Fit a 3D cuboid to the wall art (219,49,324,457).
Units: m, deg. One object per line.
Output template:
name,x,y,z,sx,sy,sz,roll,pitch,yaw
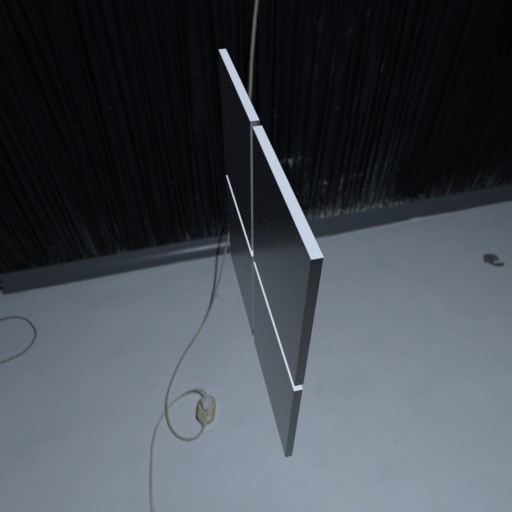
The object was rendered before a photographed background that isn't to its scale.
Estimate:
wall art,0.000,0.000,1.698,0.029,1.118,1.118,-10,47,-9
